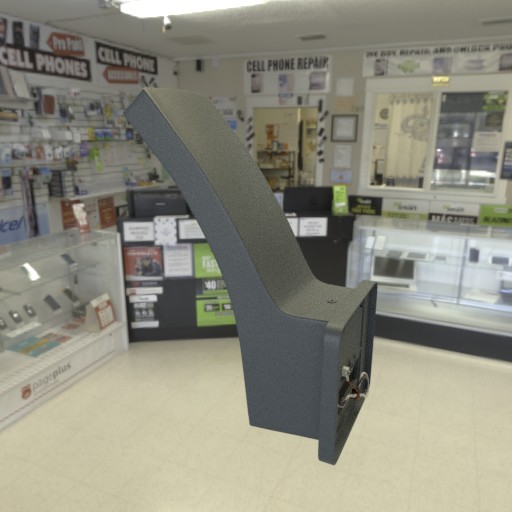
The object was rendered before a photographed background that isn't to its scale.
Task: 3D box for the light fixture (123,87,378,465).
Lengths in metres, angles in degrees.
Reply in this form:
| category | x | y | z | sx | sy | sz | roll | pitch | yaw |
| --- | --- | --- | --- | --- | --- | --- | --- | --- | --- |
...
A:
| category | x | y | z | sx | sy | sz | roll | pitch | yaw |
| --- | --- | --- | --- | --- | --- | --- | --- | --- | --- |
| light fixture | 0.000 | 0.000 | 0.337 | 0.174 | 0.243 | 0.108 | 7 | 17 | 25 |
